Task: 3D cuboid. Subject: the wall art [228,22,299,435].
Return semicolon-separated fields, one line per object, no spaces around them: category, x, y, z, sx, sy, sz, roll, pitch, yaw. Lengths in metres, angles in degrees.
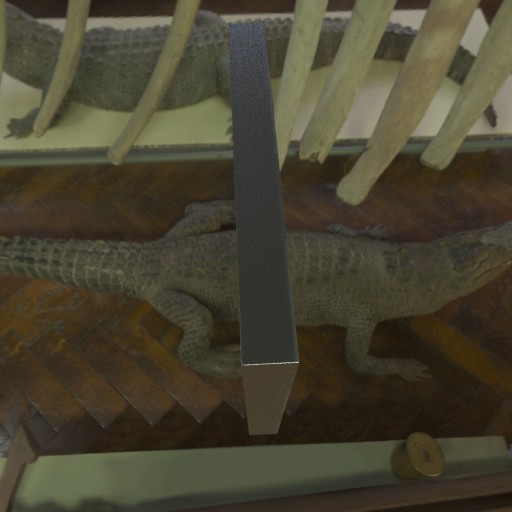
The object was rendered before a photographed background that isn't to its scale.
wall art;0.000;0.000;0.520;0.038;0.350;0.350;-3;61;-2
